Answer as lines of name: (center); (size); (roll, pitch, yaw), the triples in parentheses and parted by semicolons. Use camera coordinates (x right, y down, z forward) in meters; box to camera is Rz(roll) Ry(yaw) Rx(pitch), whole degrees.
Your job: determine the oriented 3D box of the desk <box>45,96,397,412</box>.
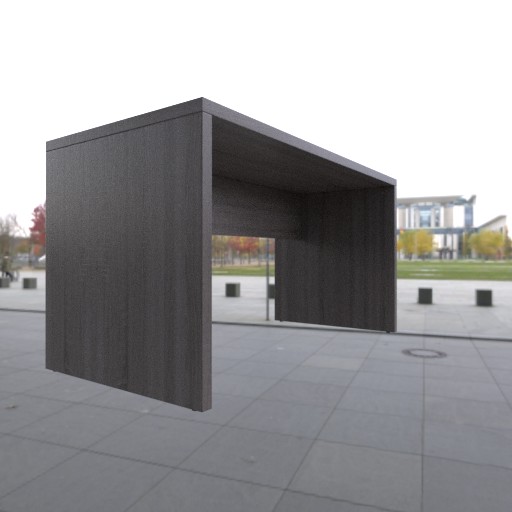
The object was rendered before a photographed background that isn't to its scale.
desk: (0.000, 0.000, 1.796); (0.690, 0.745, 1.380); (0, 0, 36)
